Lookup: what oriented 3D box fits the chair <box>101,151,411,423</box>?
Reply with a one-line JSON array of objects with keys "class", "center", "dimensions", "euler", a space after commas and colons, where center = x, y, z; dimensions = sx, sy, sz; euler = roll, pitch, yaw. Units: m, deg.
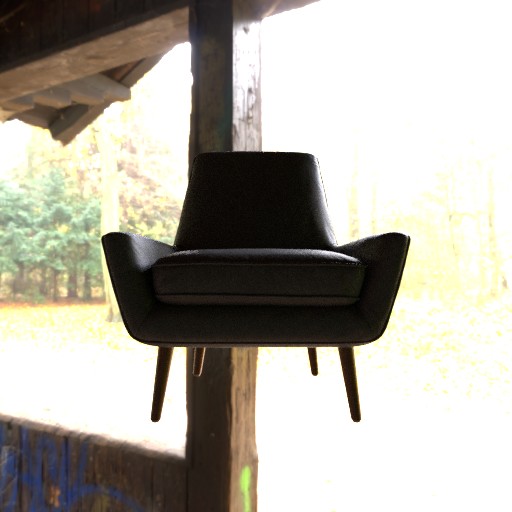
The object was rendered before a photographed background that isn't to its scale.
[{"class": "chair", "center": [0.000, 0.000, 1.501], "dimensions": [0.787, 0.888, 0.822], "euler": [0, -2, 0]}]
